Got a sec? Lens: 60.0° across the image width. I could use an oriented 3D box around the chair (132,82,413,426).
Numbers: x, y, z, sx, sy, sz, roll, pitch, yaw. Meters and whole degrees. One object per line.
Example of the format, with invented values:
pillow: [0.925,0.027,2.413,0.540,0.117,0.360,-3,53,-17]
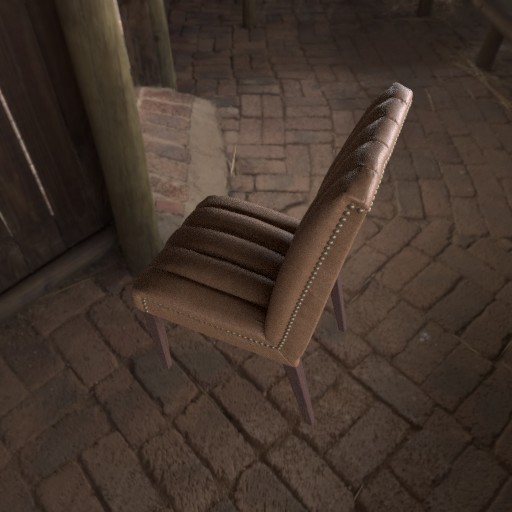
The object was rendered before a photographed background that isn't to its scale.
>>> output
chair: [0.000,0.000,1.376,0.647,1.016,0.511,17,49,16]
